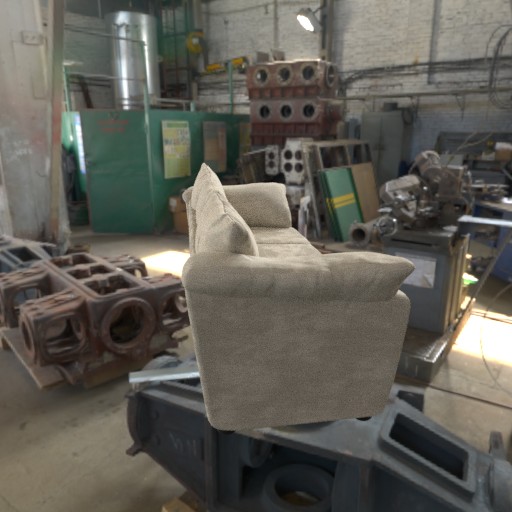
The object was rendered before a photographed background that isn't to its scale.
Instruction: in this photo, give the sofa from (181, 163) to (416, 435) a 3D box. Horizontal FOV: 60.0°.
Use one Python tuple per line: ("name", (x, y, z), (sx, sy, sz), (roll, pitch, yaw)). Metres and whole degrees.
("sofa", (0.000, 0.000, 2.748), (0.893, 0.981, 2.377), (-2, 17, -8))
